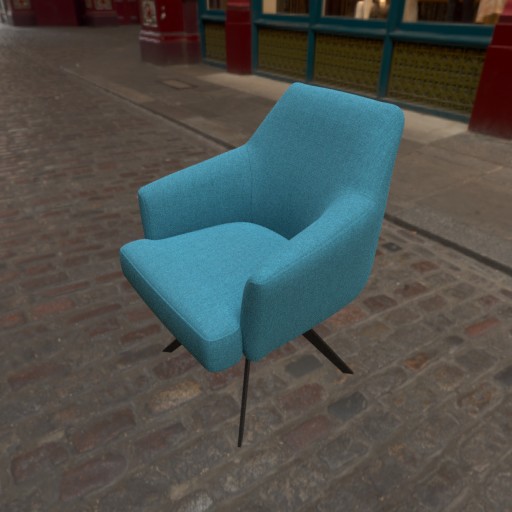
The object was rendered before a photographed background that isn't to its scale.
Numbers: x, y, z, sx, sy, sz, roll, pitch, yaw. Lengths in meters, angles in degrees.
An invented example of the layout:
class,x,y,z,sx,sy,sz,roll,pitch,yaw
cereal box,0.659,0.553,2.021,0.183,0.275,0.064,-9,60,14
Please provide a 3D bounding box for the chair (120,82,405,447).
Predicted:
class,x,y,z,sx,sy,sz,roll,pitch,yaw
chair,0.000,0.000,1.337,0.677,0.874,0.642,-21,38,-30
